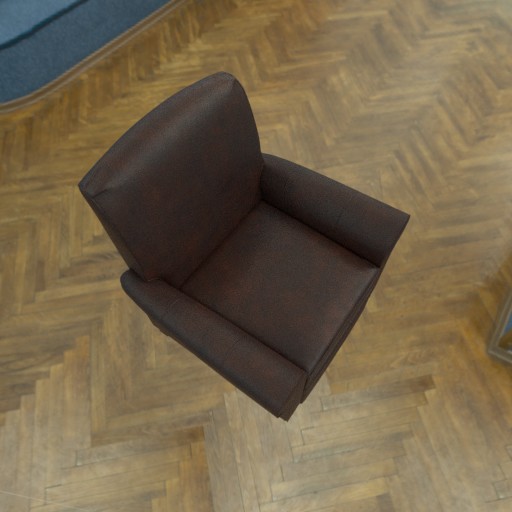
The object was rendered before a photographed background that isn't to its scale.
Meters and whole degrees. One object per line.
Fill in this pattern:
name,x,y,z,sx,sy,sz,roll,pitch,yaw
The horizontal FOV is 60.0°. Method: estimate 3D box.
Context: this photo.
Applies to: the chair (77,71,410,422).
chair,0.000,0.000,1.807,0.902,1.061,0.978,31,62,19
